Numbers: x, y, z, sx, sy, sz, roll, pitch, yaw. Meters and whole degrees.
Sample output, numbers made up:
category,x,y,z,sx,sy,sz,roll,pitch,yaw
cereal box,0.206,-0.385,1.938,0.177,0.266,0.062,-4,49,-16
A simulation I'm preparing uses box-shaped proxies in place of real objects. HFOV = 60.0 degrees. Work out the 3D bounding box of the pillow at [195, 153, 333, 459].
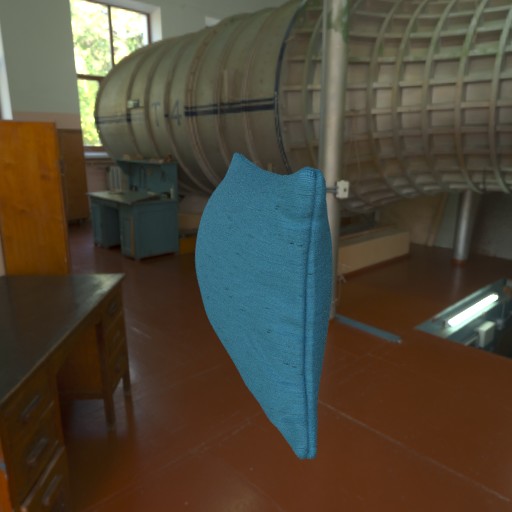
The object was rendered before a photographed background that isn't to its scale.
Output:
category,x,y,z,sx,sy,sz,roll,pitch,yaw
pillow,0.000,0.000,0.774,0.210,0.338,0.633,-2,15,-9
